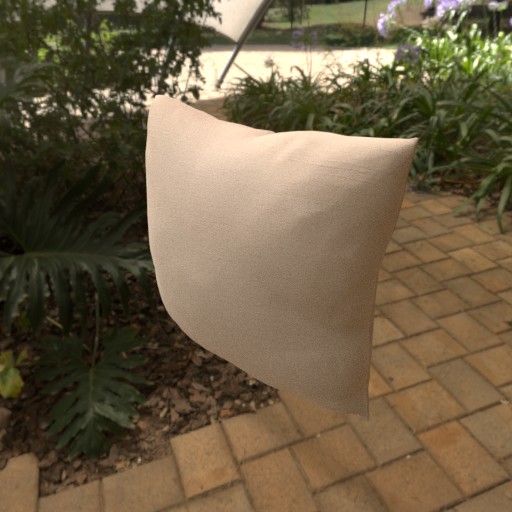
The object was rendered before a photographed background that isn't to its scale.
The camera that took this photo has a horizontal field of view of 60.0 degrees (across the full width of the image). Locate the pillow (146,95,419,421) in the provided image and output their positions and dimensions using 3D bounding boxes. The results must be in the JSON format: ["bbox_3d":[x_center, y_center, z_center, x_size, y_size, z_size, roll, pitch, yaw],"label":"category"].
[{"bbox_3d":[0.000,0.000,0.712,0.450,0.448,0.245,22,36,34],"label":"pillow"}]
